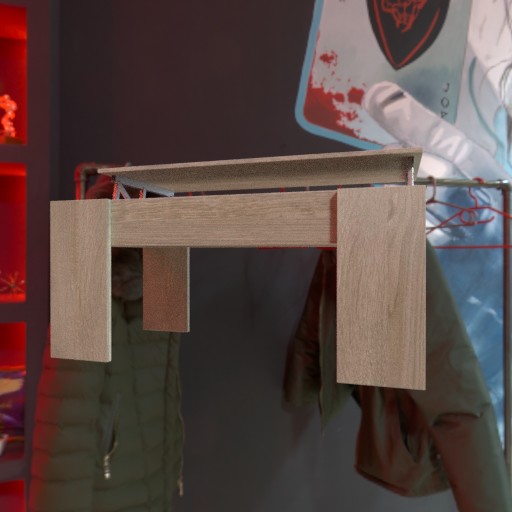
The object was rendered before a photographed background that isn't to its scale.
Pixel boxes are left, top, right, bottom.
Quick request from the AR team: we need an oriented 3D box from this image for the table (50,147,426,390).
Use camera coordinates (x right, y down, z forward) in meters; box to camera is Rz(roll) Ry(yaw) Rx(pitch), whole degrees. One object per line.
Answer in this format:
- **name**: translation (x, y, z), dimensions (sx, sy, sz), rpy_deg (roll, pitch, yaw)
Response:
- **table**: translation (0.000, 0.000, 1.436), dimensions (1.000, 0.570, 0.711), rpy_deg (0, 0, 18)
